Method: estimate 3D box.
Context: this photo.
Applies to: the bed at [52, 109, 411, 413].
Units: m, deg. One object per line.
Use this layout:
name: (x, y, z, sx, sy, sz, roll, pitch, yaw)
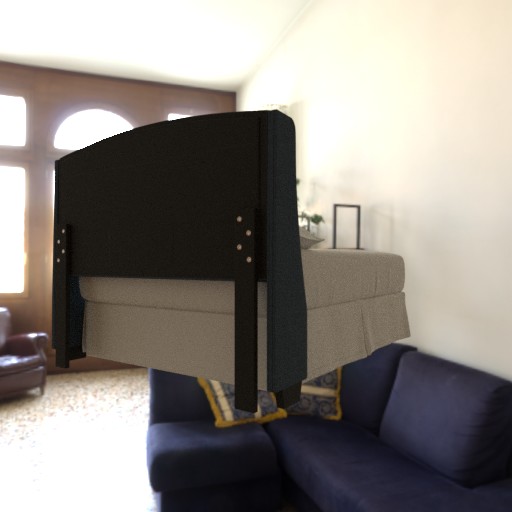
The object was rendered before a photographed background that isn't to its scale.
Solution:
bed: (0.000, 0.000, 3.290, 1.710, 1.407, 2.237, -1, -1, 35)
